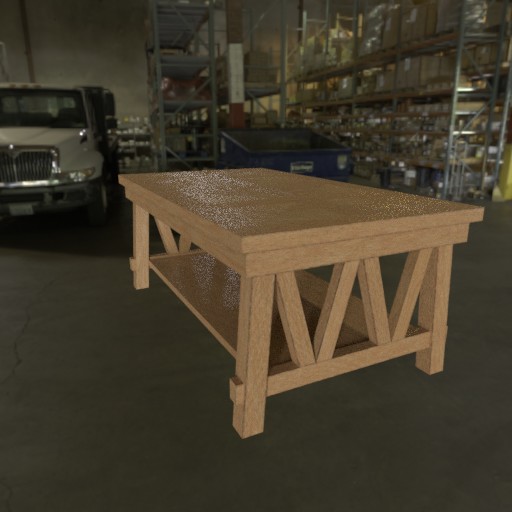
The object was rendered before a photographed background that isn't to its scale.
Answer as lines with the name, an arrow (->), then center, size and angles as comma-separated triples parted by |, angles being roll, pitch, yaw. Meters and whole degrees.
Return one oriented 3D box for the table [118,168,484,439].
table -> 0.000, 0.000, 1.633 | 0.711, 0.507, 1.270 | -8, 18, -26
